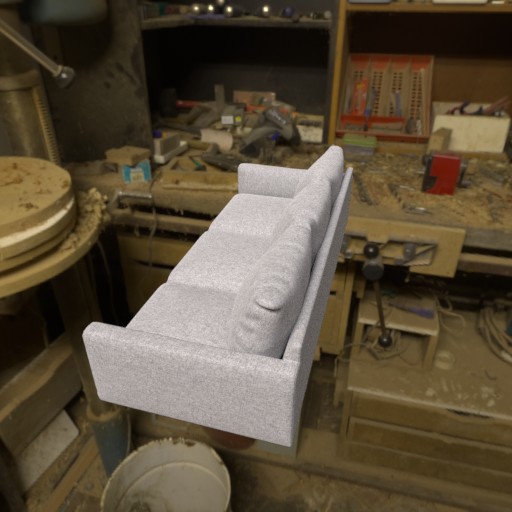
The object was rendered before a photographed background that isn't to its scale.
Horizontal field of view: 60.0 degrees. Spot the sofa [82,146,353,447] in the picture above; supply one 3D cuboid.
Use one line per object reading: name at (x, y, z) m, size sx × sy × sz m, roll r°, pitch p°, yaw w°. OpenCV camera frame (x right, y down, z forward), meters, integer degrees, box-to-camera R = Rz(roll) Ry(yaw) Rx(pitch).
sofa at (0.000, 0.000, 2.481) m, size 0.850 × 0.830 × 2.000 m, roll 8°, pitch 32°, yaw 14°
